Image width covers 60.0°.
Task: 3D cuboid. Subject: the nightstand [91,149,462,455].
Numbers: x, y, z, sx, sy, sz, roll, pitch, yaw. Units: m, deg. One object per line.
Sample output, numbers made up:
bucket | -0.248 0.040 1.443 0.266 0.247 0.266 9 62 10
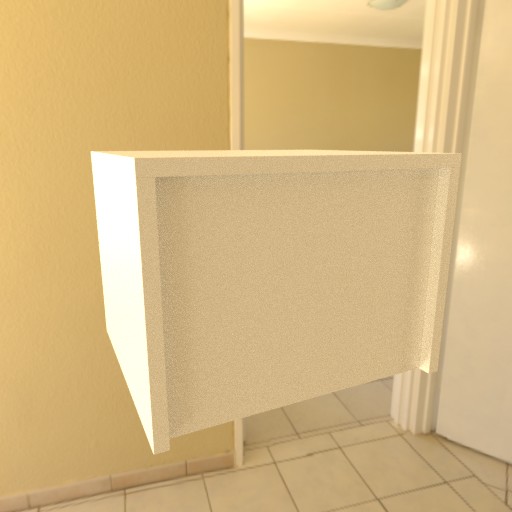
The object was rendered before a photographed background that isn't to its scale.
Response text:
nightstand | 0.000 0.000 0.769 0.470 0.351 0.408 -7 16 -25
